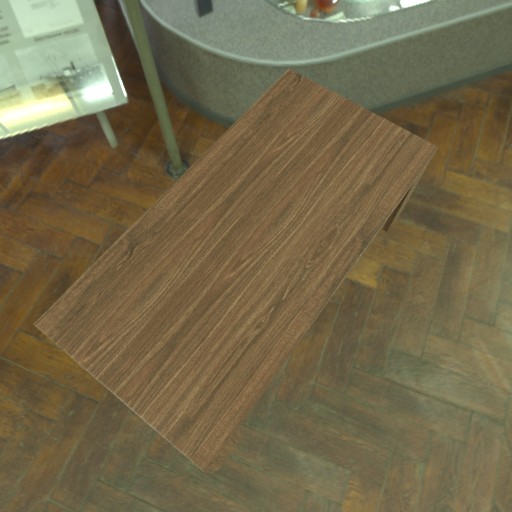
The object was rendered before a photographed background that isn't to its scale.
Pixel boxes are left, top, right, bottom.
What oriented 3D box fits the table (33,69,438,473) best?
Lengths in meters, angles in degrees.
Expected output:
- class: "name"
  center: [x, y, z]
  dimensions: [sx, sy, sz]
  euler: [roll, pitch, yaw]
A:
- class: "table"
  center: [0.000, 0.000, 1.503]
  dimensions: [0.600, 0.400, 1.200]
  euler: [34, 69, 15]
